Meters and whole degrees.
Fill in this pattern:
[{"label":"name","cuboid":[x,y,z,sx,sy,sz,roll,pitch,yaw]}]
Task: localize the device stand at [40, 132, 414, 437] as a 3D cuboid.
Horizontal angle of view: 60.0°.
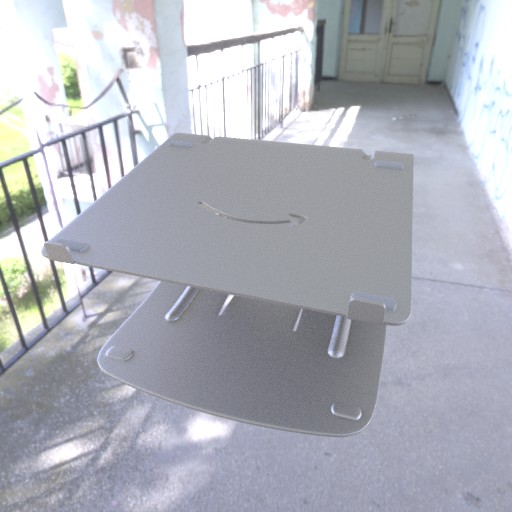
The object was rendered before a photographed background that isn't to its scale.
[{"label":"device stand","cuboid":[0.000,0.000,0.394,0.256,0.155,0.236,10,31,16]}]
